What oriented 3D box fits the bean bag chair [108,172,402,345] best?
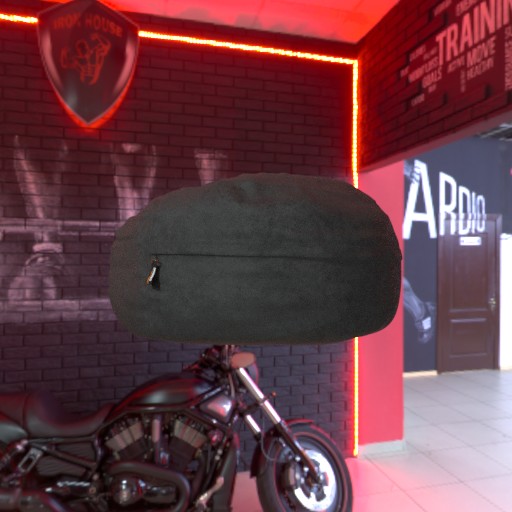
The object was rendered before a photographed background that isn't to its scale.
[{"bbox_3d":[0.000,0.000,2.432,1.525,0.751,1.525,0,0,0],"label":"bean bag chair"}]
